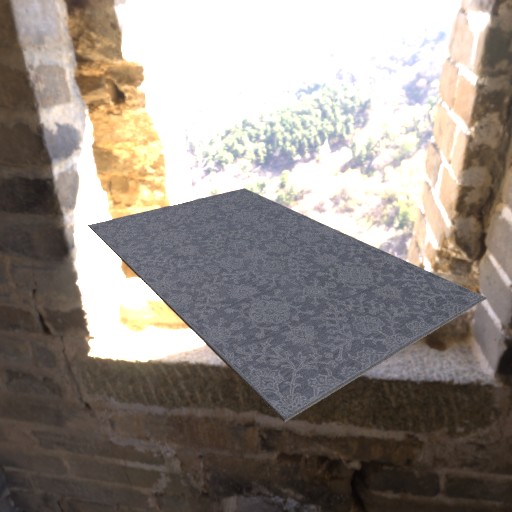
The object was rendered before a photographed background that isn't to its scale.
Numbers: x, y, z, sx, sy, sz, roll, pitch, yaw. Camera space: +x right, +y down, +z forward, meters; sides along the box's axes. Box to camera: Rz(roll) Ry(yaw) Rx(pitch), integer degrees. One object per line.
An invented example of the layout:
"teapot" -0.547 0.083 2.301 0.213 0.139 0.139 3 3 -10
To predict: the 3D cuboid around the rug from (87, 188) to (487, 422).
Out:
"rug" 0.000 0.000 3.020 1.515 0.010 2.430 -19 33 -32
